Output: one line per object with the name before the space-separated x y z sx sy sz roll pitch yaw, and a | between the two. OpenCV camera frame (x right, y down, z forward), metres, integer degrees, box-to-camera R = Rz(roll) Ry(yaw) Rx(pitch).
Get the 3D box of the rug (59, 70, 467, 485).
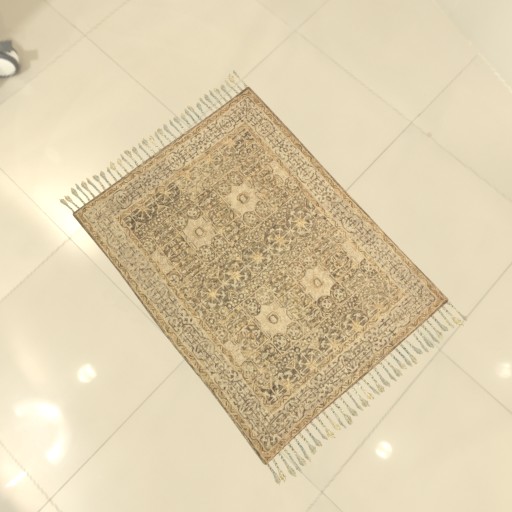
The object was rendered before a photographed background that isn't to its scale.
rug | 0.000 0.000 3.018 1.619 0.023 2.465 -39 79 -9
